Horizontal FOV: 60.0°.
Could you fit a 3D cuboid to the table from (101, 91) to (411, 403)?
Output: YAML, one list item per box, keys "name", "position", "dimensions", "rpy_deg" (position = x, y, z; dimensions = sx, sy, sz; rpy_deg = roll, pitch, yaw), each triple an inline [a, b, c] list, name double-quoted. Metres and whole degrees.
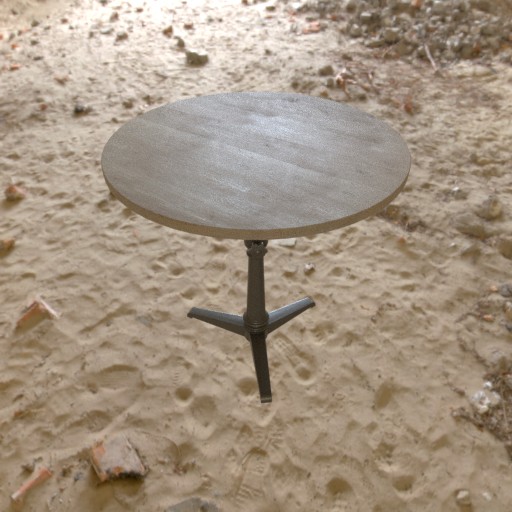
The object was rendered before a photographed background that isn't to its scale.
- name: "table"
  position: [0.000, 0.000, 1.429]
  dimensions: [0.800, 0.780, 0.800]
  rpy_deg: [0, 39, 0]
